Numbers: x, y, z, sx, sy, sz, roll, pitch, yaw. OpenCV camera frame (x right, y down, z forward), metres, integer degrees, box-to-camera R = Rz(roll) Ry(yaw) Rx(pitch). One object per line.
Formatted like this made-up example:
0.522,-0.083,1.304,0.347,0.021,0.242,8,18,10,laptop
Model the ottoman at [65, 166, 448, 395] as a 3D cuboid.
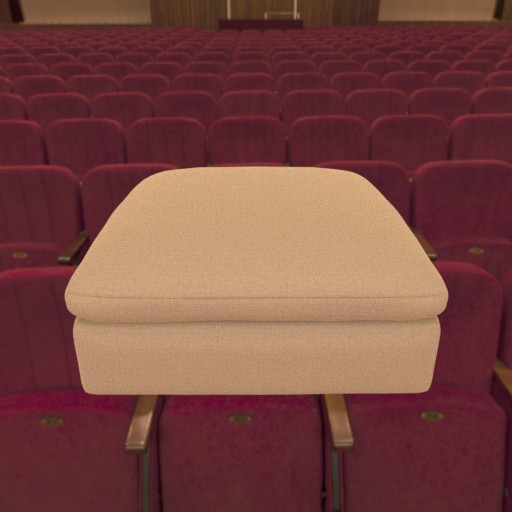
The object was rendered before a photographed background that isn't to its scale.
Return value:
0.000,0.000,1.544,0.977,0.467,0.996,0,27,0,ottoman
